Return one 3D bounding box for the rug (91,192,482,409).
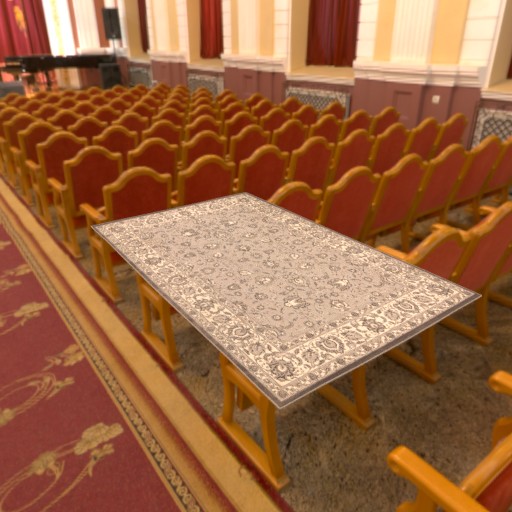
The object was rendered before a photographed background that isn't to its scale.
[{"bbox_3d":[0.000,0.000,3.073,1.524,0.011,2.438,-18,31,-32],"label":"rug"}]
